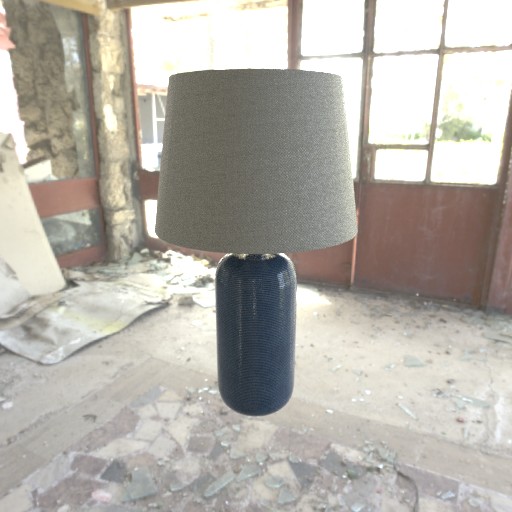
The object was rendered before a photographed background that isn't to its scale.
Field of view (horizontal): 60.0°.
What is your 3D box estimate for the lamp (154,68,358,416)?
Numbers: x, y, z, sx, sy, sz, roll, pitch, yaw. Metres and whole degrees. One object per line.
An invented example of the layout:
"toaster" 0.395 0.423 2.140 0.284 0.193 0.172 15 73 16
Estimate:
"lamp" 0.000 0.000 0.574 0.253 0.428 0.253 0 16 0
